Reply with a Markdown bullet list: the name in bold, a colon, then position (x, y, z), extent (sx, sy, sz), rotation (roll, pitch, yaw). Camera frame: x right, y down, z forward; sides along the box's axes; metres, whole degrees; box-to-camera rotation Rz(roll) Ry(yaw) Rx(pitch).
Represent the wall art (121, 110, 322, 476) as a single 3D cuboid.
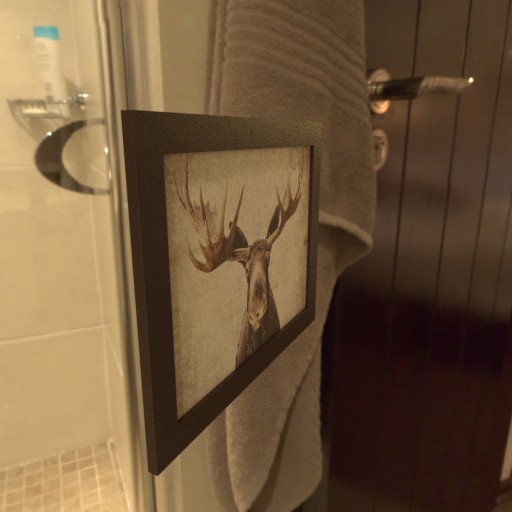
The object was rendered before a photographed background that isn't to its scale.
- **wall art**: position (0.000, 0.000, 1.606), extent (0.034, 0.952, 1.207), rotation (8, 17, 27)
